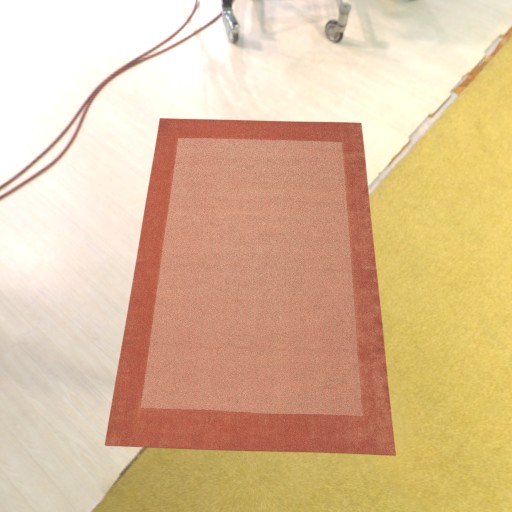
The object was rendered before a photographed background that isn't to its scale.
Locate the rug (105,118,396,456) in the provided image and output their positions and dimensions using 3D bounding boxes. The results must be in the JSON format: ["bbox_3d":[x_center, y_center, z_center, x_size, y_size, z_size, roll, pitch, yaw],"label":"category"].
[{"bbox_3d":[0.000,0.000,2.265,1.219,0.014,1.829,1,63,1],"label":"rug"}]
